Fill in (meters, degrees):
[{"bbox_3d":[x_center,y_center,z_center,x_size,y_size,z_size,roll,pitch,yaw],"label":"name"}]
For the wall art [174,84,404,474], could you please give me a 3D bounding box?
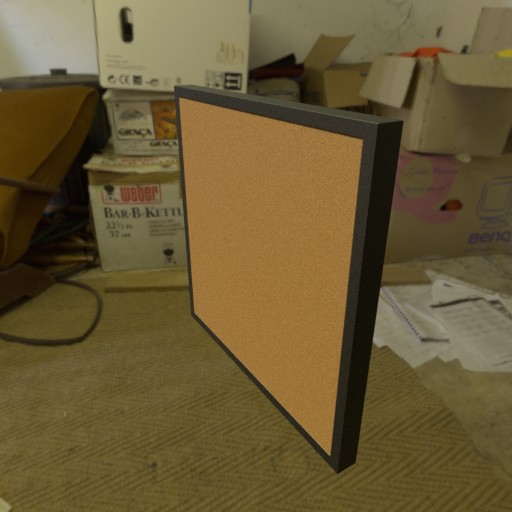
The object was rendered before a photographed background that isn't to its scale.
[{"bbox_3d":[0.000,0.000,0.749,0.037,0.506,0.506,-16,30,-29],"label":"wall art"}]
